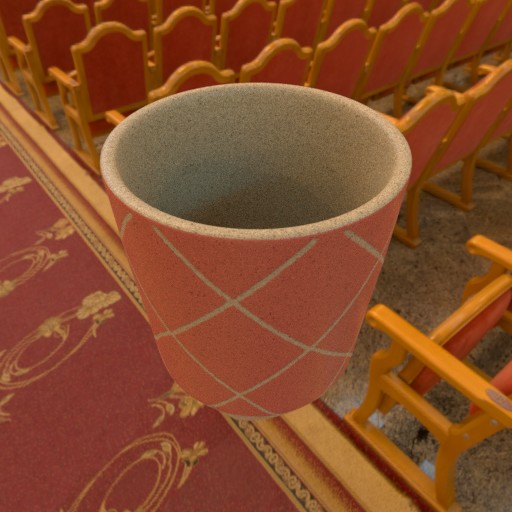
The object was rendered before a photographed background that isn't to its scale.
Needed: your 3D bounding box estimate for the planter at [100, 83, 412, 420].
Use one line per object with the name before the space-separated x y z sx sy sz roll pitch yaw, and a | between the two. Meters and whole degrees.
planter | 0.000 0.000 0.410 0.227 0.235 0.227 0 42 0
